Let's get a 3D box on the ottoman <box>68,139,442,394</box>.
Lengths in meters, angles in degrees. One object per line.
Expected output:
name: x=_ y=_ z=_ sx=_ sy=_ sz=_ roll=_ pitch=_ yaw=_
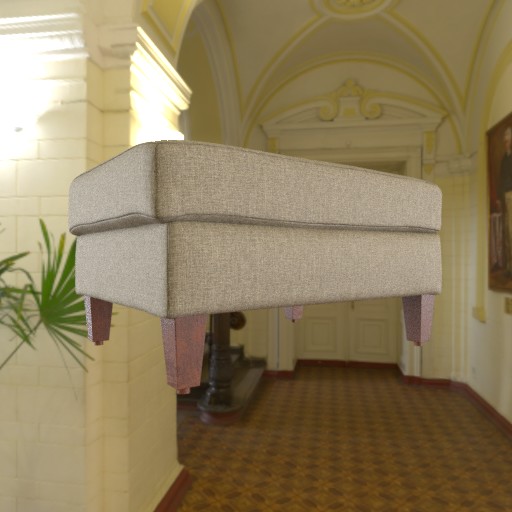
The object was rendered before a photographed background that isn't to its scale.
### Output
ottoman: x=0.000 y=0.000 z=1.227 sx=0.873 sy=0.494 sz=0.639 roll=0 pitch=0 yaw=-36
